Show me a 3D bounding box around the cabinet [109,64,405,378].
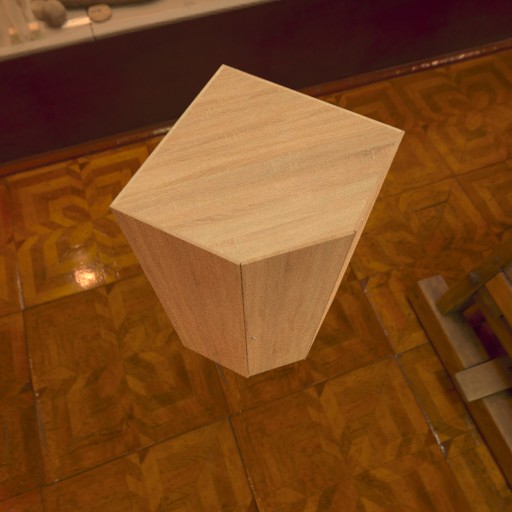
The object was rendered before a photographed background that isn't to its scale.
[{"bbox_3d":[0.000,0.000,2.891,1.327,2.120,1.094,-16,64,-8],"label":"cabinet"}]
